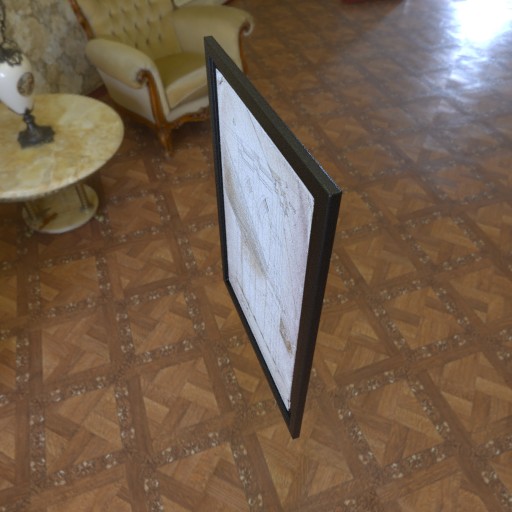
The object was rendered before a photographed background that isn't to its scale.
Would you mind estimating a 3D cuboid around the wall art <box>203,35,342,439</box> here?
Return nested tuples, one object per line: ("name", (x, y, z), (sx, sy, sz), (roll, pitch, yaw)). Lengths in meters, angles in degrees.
("wall art", (0.000, 0.000, 0.866), (0.016, 0.657, 0.480), (-15, 48, -14))
